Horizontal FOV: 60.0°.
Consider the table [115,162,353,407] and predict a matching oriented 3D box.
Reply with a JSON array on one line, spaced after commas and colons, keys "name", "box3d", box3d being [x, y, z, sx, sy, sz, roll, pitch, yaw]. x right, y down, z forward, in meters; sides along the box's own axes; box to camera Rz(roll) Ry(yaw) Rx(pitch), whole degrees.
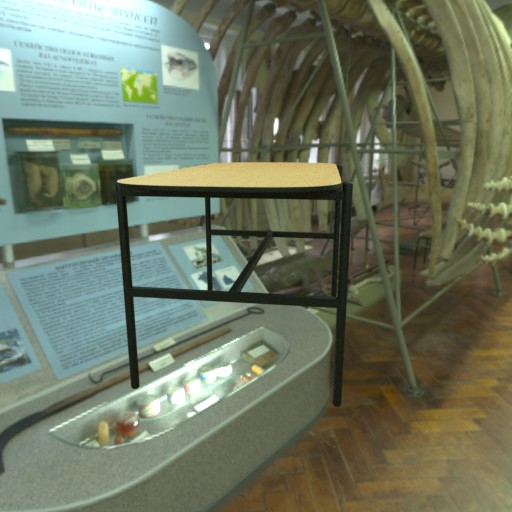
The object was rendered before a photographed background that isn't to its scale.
[{"name": "table", "box3d": [0.000, 0.000, 1.046, 0.400, 0.400, 0.800, 2, 14, 9]}]
